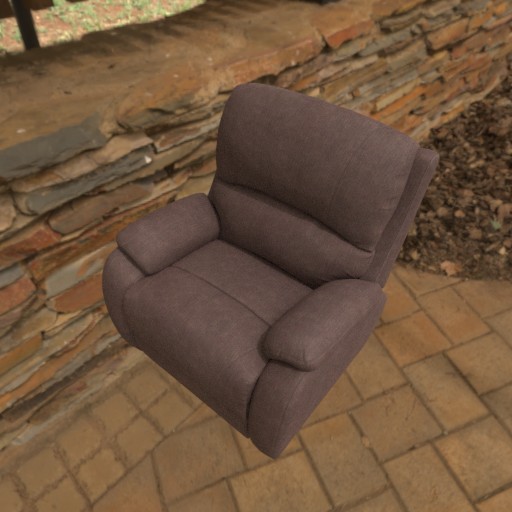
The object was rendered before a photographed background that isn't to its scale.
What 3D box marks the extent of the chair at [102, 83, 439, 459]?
[{"bbox_3d":[0.000,0.000,1.690,0.930,1.011,0.899,30,52,27],"label":"chair"}]
